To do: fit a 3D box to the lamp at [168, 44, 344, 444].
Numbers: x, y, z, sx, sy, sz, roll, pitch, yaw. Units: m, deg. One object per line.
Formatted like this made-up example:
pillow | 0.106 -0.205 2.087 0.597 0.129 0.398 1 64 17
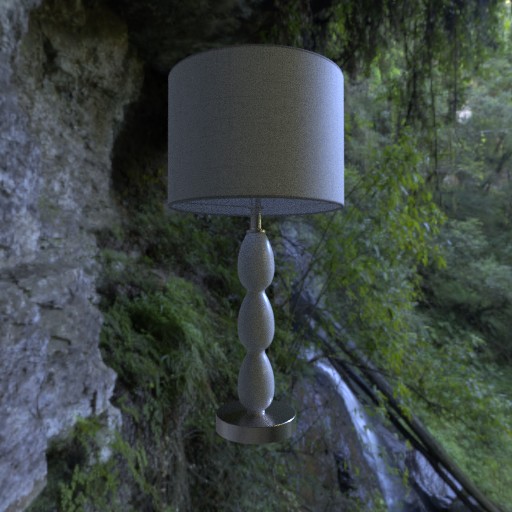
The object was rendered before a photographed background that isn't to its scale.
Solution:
lamp | 0.000 0.000 0.722 0.282 0.559 0.280 0 0 -2
